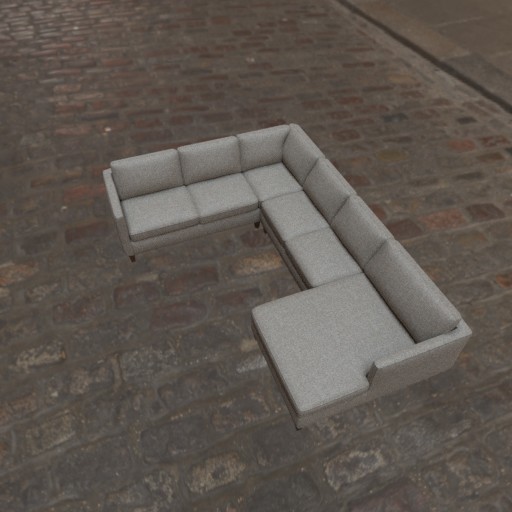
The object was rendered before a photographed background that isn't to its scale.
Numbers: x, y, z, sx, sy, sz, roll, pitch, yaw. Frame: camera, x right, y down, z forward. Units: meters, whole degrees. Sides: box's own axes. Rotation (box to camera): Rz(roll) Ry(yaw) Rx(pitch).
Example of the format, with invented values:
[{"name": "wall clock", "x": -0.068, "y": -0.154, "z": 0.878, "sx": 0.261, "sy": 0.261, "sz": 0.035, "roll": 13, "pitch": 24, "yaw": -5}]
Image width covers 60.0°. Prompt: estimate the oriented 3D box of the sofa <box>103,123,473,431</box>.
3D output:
[{"name": "sofa", "x": 0.000, "y": 0.000, "z": 4.552, "sx": 2.551, "sy": 0.889, "sz": 3.403, "roll": -16, "pitch": 49, "yaw": -14}]
